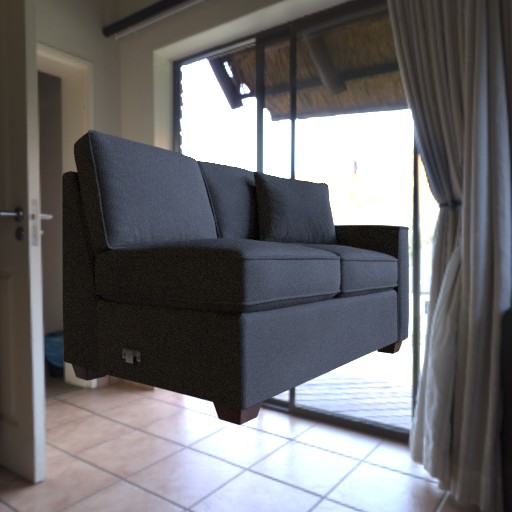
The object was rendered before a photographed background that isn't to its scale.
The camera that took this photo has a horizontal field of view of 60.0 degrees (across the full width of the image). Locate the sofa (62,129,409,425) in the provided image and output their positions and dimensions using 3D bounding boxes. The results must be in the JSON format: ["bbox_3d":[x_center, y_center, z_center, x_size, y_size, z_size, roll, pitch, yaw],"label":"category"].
[{"bbox_3d":[0.000,0.000,2.042,0.991,0.989,1.388,0,0,38],"label":"sofa"}]
